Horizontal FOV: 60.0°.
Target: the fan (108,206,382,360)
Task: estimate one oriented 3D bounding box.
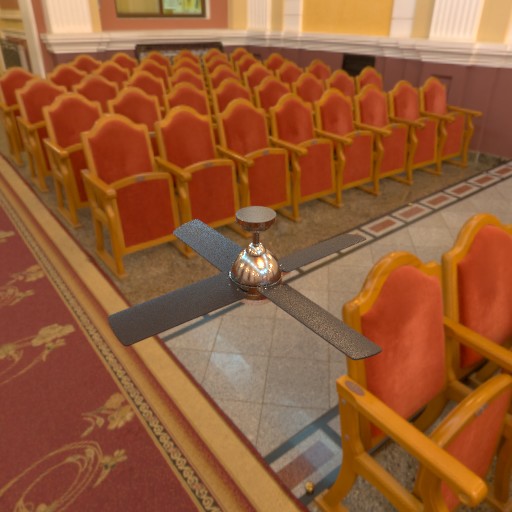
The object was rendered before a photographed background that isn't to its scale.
[{"bbox_3d":[0.000,0.000,1.952,1.332,0.403,1.332,-20,35,-32],"label":"fan"}]
